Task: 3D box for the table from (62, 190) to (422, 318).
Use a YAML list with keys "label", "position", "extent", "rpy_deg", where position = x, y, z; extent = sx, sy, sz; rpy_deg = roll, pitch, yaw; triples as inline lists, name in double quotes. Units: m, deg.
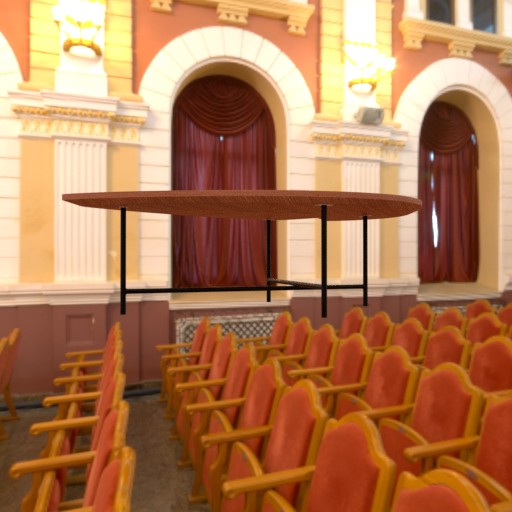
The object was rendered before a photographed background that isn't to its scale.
- label: "table"
  position: [0.000, 0.000, 1.484]
  extent: [1.199, 0.360, 0.598]
  rpy_deg: [0, -1, -17]
